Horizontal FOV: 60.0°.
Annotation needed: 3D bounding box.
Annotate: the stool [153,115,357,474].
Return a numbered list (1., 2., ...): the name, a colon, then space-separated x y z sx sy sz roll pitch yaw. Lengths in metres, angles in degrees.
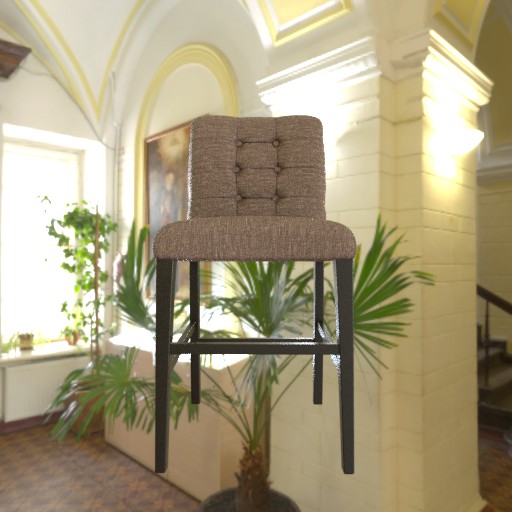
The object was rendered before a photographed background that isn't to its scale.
1. stool: 0.000 0.000 1.275 0.457 0.970 0.611 0 -1 1
